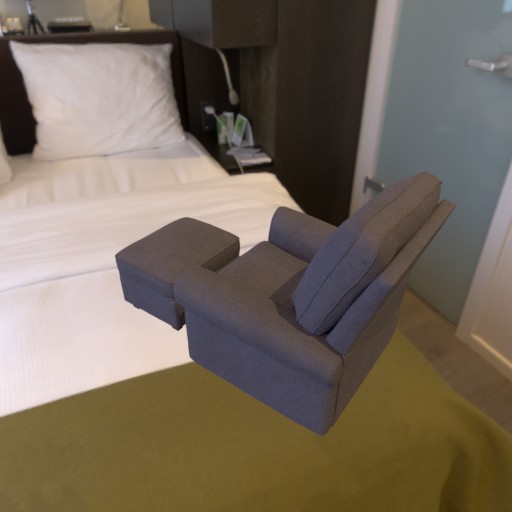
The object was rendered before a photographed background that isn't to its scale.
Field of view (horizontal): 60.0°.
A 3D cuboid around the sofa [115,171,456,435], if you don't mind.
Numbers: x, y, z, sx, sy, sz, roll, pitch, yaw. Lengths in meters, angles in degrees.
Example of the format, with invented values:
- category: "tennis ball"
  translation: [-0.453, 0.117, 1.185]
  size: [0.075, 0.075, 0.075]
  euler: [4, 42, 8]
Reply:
- category: "sofa"
  translation: [0.000, 0.000, 2.079]
  size: [1.478, 0.959, 0.880]
  euler: [21, 38, 30]
